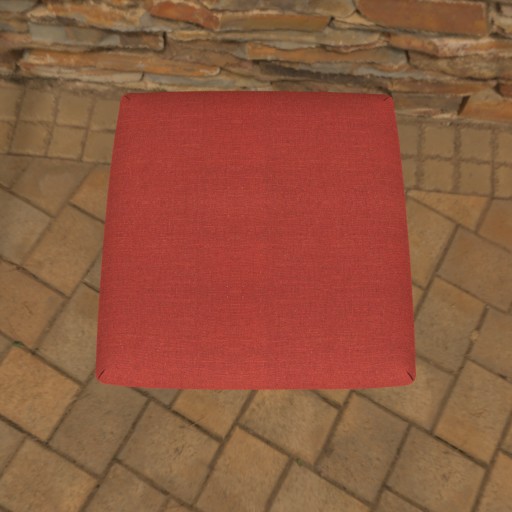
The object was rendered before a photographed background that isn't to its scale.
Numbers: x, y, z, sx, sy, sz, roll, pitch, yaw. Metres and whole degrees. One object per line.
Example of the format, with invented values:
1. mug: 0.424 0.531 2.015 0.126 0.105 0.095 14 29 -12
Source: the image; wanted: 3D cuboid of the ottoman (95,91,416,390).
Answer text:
1. ottoman: 0.000 0.000 0.905 0.497 0.475 0.507 1 76 0
